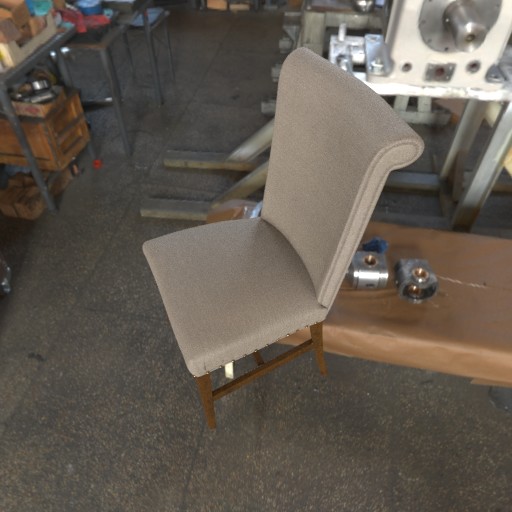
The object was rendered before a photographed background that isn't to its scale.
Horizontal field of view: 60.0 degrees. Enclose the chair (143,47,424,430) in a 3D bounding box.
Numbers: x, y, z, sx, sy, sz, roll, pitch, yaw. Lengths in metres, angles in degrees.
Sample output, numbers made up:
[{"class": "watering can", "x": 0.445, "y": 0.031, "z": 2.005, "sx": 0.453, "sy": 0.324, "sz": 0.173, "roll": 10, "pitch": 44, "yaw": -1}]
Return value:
[{"class": "chair", "x": 0.000, "y": 0.000, "z": 1.351, "sx": 0.608, "sy": 0.988, "sz": 0.513, "roll": -18, "pitch": 50, "yaw": -16}]
